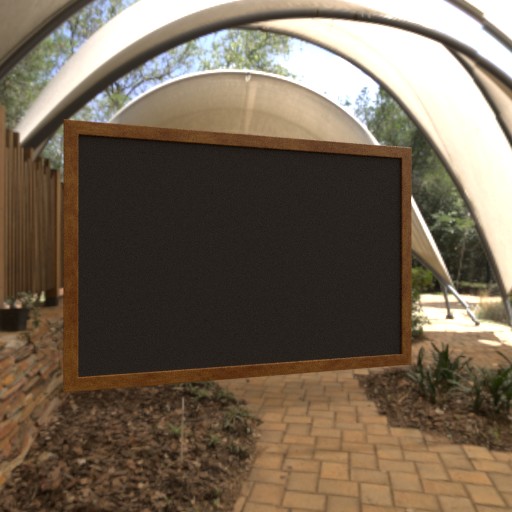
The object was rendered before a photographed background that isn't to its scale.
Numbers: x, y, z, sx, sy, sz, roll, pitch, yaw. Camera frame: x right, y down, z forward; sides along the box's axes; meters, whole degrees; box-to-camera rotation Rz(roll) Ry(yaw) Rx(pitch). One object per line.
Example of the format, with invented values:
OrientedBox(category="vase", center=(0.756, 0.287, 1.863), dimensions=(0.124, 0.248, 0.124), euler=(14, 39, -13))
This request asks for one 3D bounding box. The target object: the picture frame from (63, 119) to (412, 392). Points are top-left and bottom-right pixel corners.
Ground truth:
OrientedBox(category="picture frame", center=(0.000, 0.000, 1.152), dimensions=(0.922, 0.621, 0.029), euler=(0, 0, -17))
